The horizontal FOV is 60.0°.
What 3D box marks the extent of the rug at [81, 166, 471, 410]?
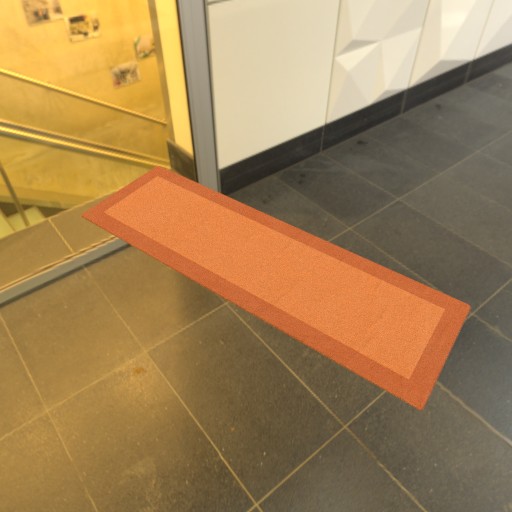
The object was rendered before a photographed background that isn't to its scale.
[{"bbox_3d":[0.000,0.000,2.763,2.471,0.013,0.914,24,49,22],"label":"rug"}]
